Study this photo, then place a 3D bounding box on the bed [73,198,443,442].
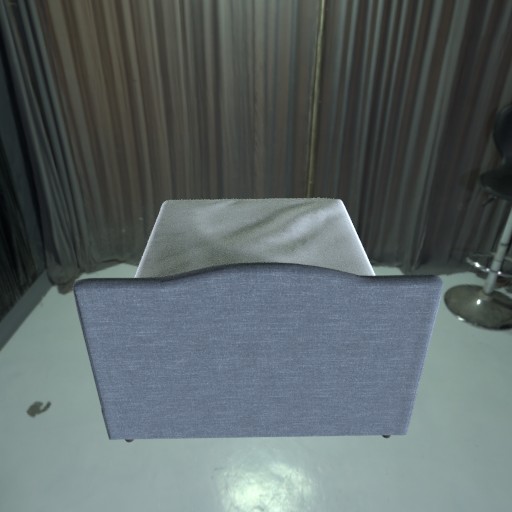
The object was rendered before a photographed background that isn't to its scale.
[{"bbox_3d":[0.000,0.000,3.889,2.161,1.457,2.689,-1,31,-1],"label":"bed"}]
